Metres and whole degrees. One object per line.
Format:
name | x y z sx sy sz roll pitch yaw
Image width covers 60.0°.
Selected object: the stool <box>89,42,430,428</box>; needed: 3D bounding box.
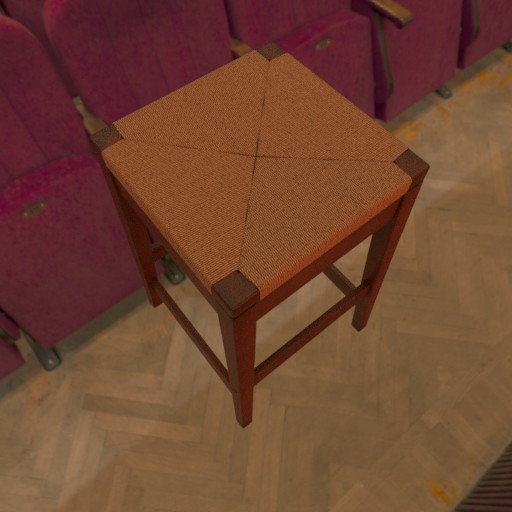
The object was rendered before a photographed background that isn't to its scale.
stool | 0.000 0.000 1.103 0.497 0.762 0.507 -35 66 -18
